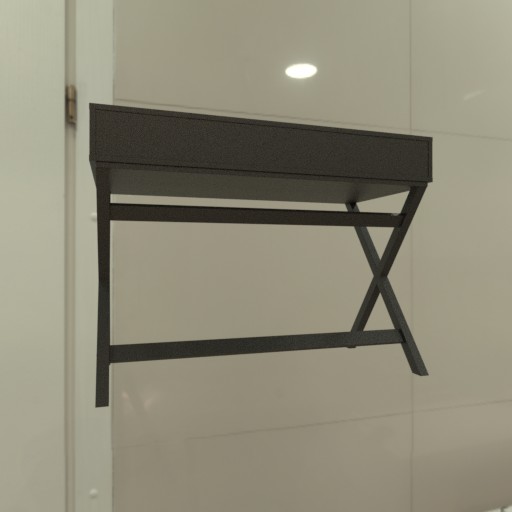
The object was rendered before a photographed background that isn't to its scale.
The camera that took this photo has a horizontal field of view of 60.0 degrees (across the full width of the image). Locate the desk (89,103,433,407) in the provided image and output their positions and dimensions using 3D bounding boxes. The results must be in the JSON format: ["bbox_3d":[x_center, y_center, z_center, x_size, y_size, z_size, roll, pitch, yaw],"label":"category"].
[{"bbox_3d":[0.000,0.000,1.532,1.057,0.780,0.504,0,0,-18],"label":"desk"}]
